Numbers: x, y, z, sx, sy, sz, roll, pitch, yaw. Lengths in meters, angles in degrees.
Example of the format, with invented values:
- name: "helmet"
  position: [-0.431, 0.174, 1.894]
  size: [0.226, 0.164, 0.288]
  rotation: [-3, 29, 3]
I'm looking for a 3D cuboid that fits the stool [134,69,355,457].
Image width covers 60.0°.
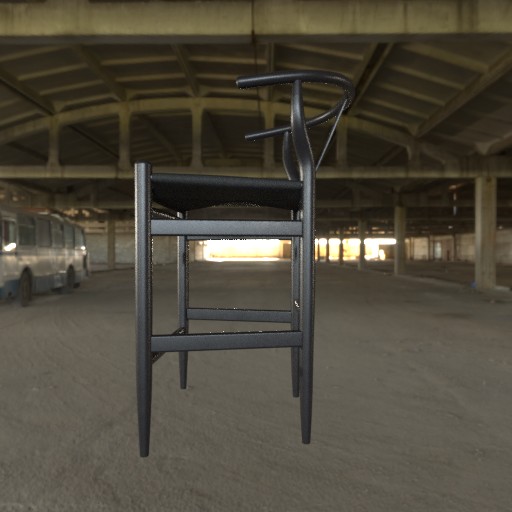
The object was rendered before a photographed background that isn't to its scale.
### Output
- name: "stool"
  position: [0.000, 0.000, 1.336]
  size: [0.579, 0.970, 0.569]
  rotation: [0, 1, 1]
